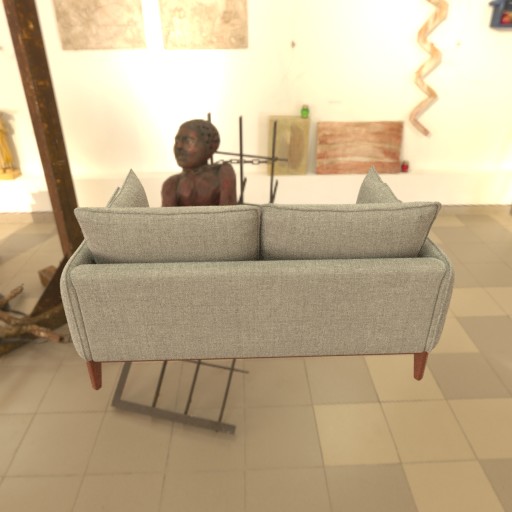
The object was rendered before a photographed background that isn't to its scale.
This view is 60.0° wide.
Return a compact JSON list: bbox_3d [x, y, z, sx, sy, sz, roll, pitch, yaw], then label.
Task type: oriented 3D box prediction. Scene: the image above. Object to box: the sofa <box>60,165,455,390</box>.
[{"bbox_3d":[0.000,0.000,2.177,1.580,0.851,0.972,-1,29,-2],"label":"sofa"}]
